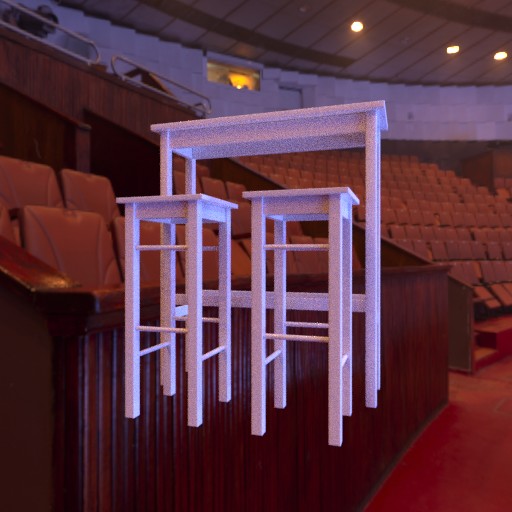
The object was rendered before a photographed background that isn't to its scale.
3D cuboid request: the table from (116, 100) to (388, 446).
[{"bbox_3d":[0.000,0.000,1.645,0.915,1.065,0.650,0,0,18],"label":"table"}]
